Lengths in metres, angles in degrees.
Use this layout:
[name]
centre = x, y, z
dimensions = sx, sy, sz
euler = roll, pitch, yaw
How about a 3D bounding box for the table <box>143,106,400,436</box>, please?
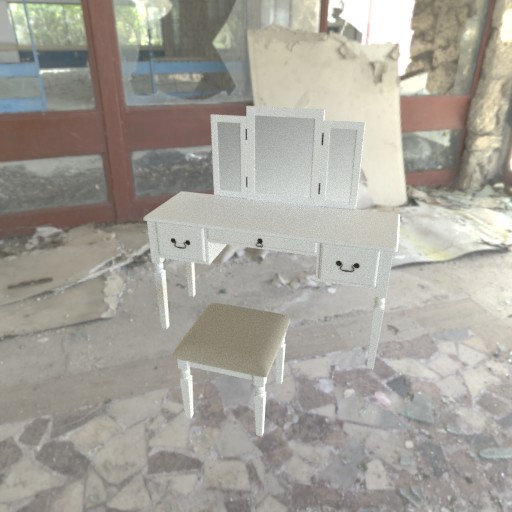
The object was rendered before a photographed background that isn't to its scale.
[table]
centre = 0.000, 0.000, 2.270
dimensions = 1.369, 1.310, 1.115
euler = 8, 28, 15
